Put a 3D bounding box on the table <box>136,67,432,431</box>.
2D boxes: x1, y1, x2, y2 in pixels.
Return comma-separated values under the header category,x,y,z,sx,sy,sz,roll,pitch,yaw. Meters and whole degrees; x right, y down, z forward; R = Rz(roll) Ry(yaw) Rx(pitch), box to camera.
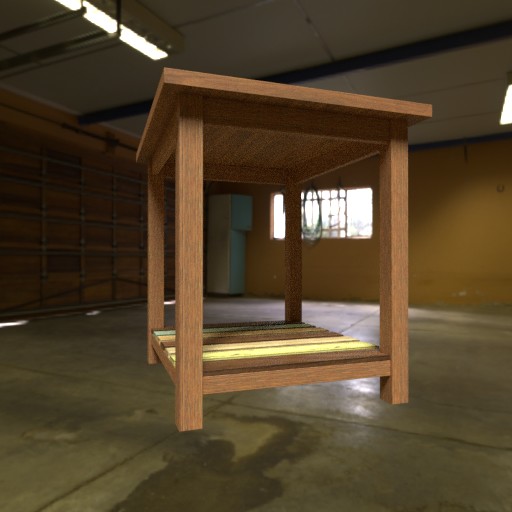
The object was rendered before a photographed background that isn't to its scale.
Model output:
category,x,y,z,sx,sy,sz,roll,pitch,yaw
table,0.000,0.000,1.154,0.559,0.635,0.660,0,0,-19
